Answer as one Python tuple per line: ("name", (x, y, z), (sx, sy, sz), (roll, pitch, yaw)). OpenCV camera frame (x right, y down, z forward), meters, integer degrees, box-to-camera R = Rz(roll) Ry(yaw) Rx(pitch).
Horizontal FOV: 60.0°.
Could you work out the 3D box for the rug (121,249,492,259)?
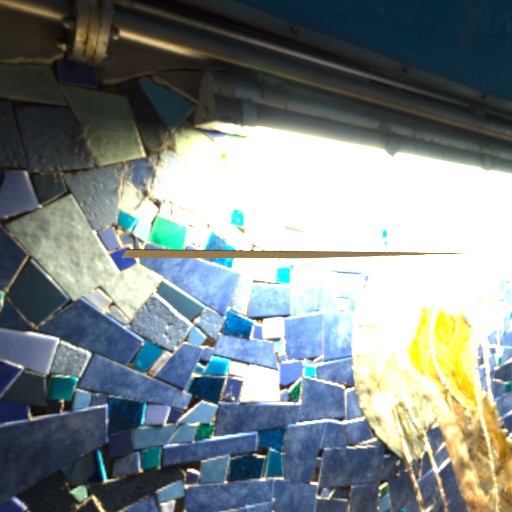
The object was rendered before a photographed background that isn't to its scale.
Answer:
("rug", (0.000, 0.000, 4.240), (2.438, 0.006, 3.197), (0, -1, -17))
